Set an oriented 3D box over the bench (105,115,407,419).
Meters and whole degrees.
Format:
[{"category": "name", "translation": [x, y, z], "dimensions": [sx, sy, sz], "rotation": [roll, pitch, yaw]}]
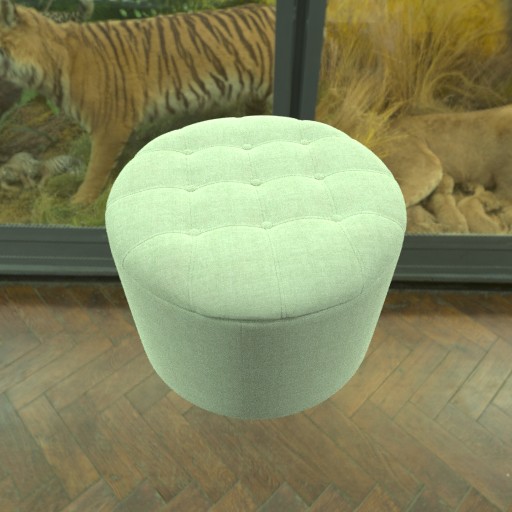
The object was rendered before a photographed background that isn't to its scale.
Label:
[{"category": "bench", "translation": [0.000, 0.000, 1.023], "dimensions": [0.600, 0.453, 0.600], "rotation": [0, 46, 0]}]
